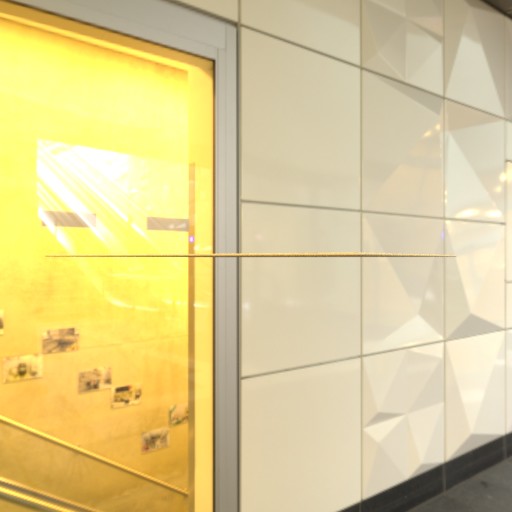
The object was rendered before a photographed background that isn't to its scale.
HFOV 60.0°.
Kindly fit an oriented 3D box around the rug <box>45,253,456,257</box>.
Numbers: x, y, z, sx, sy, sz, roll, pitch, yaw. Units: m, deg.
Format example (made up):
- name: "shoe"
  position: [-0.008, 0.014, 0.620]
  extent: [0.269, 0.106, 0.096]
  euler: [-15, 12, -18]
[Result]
- name: "rug"
  position: [0.000, 0.000, 4.185]
  extent: [3.046, 0.015, 2.446]
  euler: [0, 0, 35]
